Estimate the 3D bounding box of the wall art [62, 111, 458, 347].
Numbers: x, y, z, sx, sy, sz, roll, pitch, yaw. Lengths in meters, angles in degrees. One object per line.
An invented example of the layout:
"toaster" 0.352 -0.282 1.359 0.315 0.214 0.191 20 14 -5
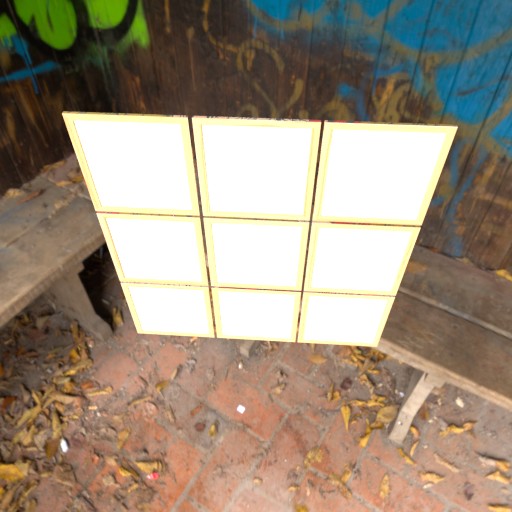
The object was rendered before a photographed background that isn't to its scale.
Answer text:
"wall art" 0.000 0.000 1.795 1.206 1.218 0.013 3 47 3
